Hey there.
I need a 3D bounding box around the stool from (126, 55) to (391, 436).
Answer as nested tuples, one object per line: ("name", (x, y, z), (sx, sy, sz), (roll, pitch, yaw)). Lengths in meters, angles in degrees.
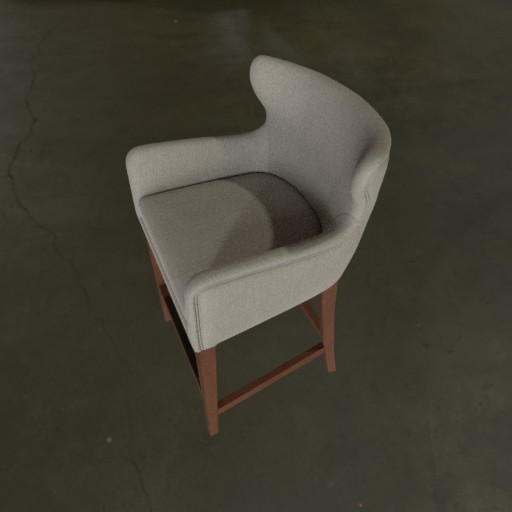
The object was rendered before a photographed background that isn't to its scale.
("stool", (0.000, 0.000, 1.341), (0.575, 0.951, 0.575), (-18, 49, -17))
